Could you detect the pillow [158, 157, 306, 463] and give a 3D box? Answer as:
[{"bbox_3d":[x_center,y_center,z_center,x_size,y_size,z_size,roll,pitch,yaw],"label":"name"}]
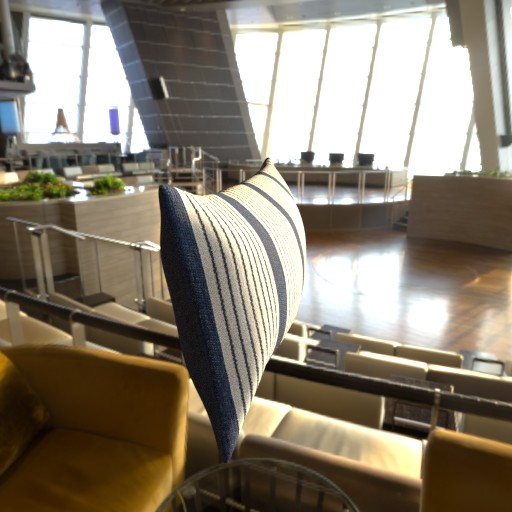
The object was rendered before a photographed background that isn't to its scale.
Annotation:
[{"bbox_3d":[0.000,0.000,0.720,0.156,0.292,0.608,3,16,10],"label":"pillow"}]
